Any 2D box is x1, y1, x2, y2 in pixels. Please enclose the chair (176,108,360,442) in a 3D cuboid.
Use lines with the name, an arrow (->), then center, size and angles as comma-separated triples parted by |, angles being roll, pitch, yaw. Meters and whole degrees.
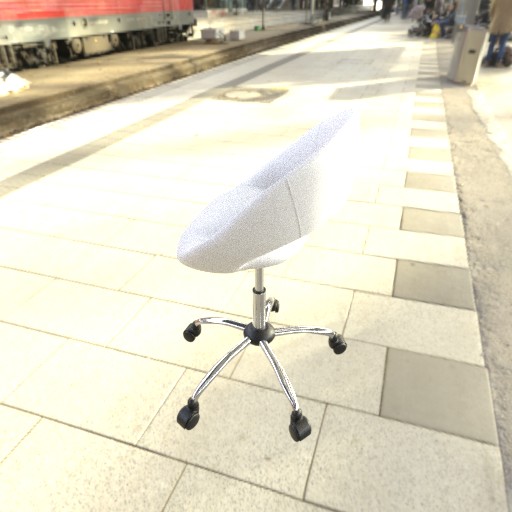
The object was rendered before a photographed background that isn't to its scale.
chair -> 0.000, 0.000, 1.207 | 0.538, 0.791, 0.612 | 9, 31, 14
